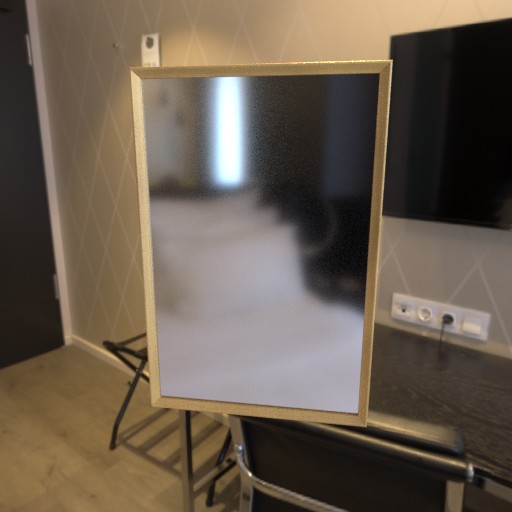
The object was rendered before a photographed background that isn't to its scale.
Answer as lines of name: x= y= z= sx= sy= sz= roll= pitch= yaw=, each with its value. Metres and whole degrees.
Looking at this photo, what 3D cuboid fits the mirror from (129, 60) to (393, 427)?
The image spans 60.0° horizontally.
mirror: x=0.000 y=0.000 z=1.144 sx=0.609 sy=0.915 sz=0.041 roll=2 pitch=14 yaw=9
